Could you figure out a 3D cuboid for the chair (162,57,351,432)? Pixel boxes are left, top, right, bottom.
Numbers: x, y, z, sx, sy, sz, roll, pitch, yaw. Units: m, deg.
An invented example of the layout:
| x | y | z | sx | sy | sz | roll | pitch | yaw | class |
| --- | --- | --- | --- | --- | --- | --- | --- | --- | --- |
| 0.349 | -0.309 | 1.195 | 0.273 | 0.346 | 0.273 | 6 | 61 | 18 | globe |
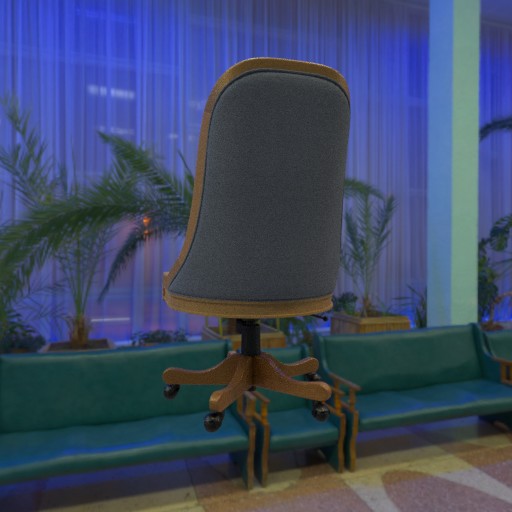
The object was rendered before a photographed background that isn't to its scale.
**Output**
| x | y | z | sx | sy | sz | roll | pitch | yaw | class |
| --- | --- | --- | --- | --- | --- | --- | --- | --- | --- |
| 0.000 | 0.000 | 1.510 | 0.605 | 1.031 | 0.735 | 0 | 1 | -16 | chair |
